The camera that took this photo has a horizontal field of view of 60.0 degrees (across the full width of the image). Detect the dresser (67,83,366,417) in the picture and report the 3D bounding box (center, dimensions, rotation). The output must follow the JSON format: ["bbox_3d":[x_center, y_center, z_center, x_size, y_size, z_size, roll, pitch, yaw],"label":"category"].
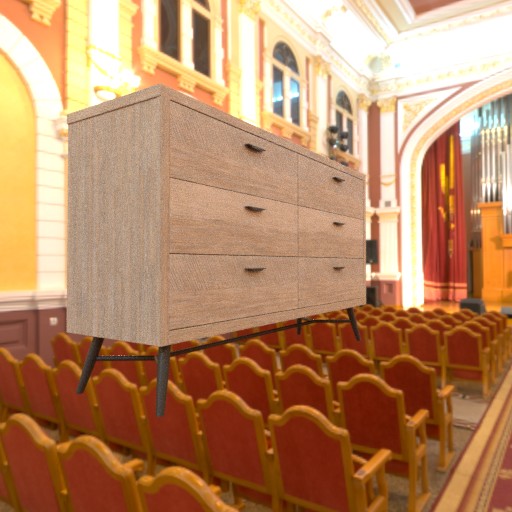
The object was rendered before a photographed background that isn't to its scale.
[{"bbox_3d":[0.000,0.000,1.944,0.457,0.914,1.524,-1,-1,35],"label":"dresser"}]
